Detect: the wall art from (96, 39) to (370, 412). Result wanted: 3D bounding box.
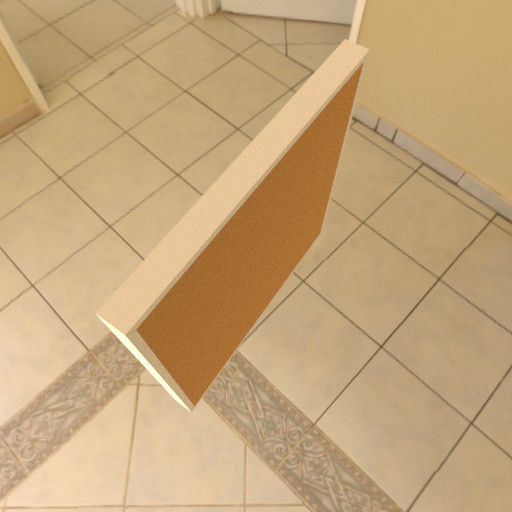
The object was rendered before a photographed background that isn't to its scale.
[{"bbox_3d":[0.000,0.000,0.456,0.024,0.304,0.304,32,67,15],"label":"wall art"}]
